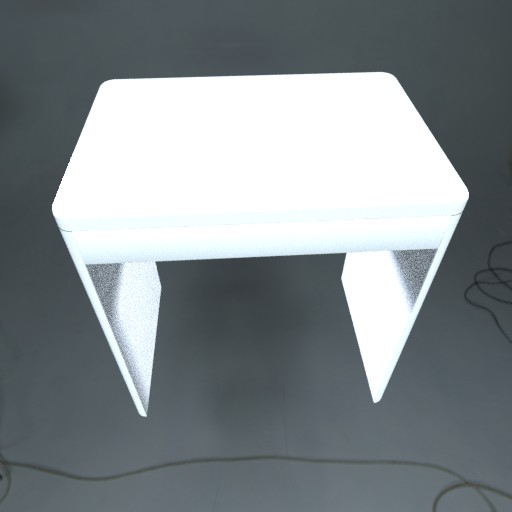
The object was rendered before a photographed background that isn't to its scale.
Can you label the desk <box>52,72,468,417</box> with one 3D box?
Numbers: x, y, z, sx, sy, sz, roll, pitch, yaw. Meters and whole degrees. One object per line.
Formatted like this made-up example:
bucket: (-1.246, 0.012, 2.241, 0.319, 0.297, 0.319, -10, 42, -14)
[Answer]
desk: (0.000, 0.000, 1.263, 0.762, 0.800, 0.549, -3, 46, -3)
